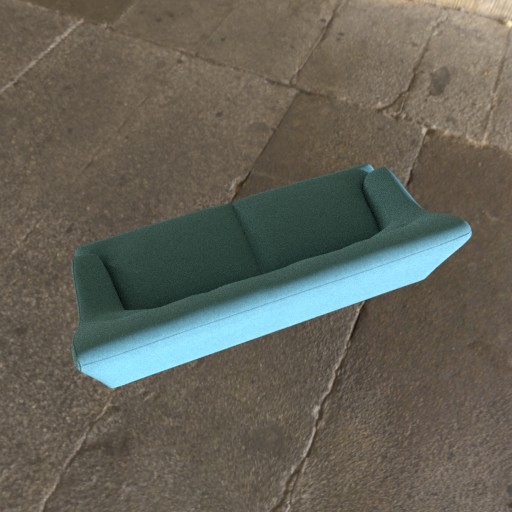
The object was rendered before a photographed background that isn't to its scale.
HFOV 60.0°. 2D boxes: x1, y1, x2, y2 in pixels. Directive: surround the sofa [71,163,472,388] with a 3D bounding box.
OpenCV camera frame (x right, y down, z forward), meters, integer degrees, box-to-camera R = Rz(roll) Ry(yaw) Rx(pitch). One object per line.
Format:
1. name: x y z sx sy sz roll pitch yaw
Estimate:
1. sofa: 0.000 0.000 2.619 2.057 0.871 0.978 -18 60 -10
